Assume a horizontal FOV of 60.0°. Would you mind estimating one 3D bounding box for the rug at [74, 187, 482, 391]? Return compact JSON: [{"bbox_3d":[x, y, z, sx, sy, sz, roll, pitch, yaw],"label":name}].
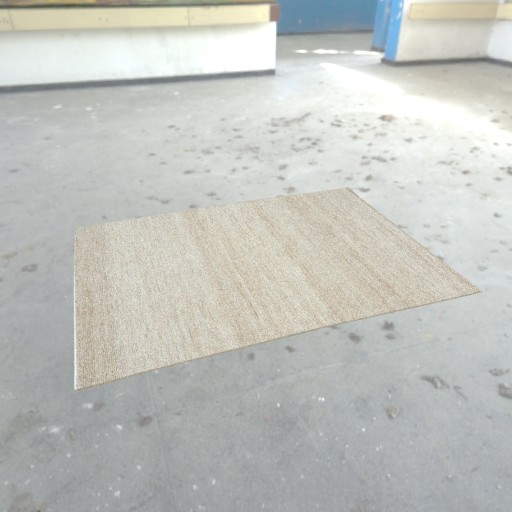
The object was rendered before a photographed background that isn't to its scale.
[{"bbox_3d":[0.000,0.000,2.937,2.283,0.030,1.596,-10,34,-16],"label":"rug"}]
